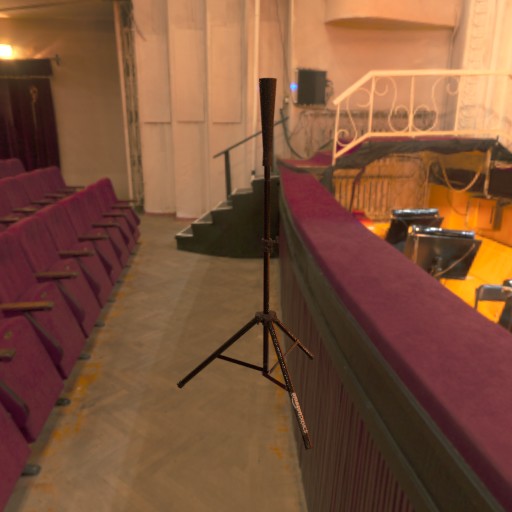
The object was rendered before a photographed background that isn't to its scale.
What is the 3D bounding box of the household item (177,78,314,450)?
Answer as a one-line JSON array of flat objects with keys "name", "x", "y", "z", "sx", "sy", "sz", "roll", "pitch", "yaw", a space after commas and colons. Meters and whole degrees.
[{"name": "household item", "x": 0.000, "y": 0.000, "z": 1.417, "sx": 0.559, "sy": 1.067, "sz": 0.559, "roll": -2, "pitch": 16, "yaw": -7}]
